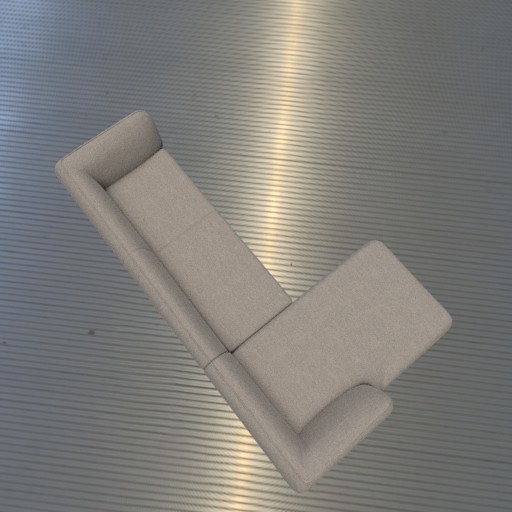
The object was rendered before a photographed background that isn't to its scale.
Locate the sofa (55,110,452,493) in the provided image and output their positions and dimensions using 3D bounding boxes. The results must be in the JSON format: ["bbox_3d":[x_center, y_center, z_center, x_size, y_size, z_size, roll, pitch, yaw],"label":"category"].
[{"bbox_3d":[0.000,0.000,3.193,1.532,0.693,2.653,-38,77,-10],"label":"sofa"}]
